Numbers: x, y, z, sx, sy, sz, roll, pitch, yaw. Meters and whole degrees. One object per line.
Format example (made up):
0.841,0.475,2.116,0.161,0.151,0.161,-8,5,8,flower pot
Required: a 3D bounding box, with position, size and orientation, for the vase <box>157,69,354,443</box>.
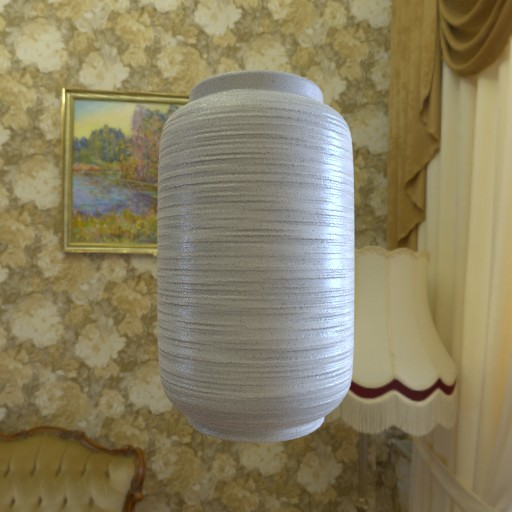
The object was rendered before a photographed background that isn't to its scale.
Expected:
0.000,0.000,0.465,0.202,0.335,0.202,0,0,0,vase
